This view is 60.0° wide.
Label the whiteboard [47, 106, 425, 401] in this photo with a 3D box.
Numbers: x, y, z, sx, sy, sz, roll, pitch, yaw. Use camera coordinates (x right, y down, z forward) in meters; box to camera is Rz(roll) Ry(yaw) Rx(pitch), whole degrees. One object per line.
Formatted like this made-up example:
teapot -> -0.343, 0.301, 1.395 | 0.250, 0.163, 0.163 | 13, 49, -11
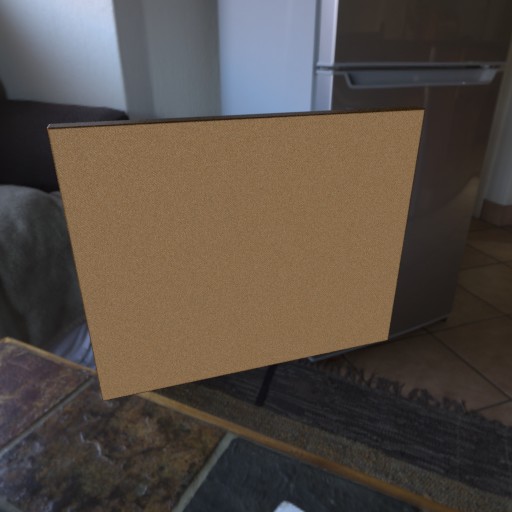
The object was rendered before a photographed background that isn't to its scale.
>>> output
whiteboard -> 0.000, 0.000, 0.748 | 0.561, 0.457, 0.029 | -8, 27, -16
